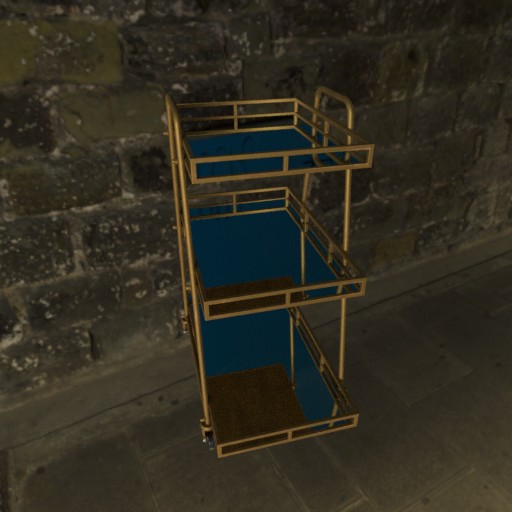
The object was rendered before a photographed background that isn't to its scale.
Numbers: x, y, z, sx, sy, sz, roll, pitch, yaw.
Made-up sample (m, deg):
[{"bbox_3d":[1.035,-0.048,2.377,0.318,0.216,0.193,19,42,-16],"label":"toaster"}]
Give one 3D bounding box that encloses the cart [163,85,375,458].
[{"bbox_3d":[0.000,0.000,1.271,0.441,0.883,0.711,-8,32,-12],"label":"cart"}]
